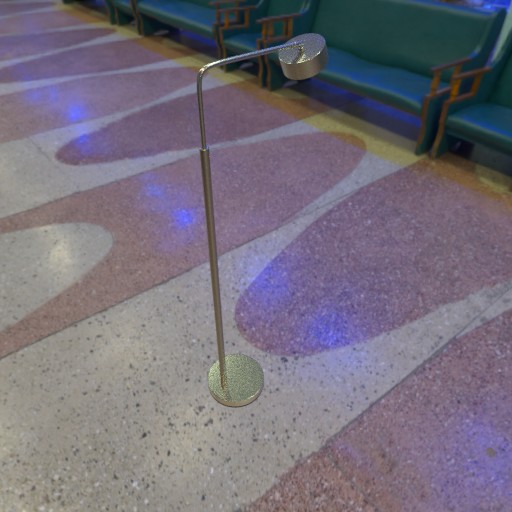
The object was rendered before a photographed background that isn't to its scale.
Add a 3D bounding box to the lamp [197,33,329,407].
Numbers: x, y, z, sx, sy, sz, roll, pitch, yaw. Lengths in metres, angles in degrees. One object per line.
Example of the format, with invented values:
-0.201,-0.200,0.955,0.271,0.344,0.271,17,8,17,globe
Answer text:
0.000,0.000,1.418,0.421,1.250,0.222,-26,48,-27,lamp
